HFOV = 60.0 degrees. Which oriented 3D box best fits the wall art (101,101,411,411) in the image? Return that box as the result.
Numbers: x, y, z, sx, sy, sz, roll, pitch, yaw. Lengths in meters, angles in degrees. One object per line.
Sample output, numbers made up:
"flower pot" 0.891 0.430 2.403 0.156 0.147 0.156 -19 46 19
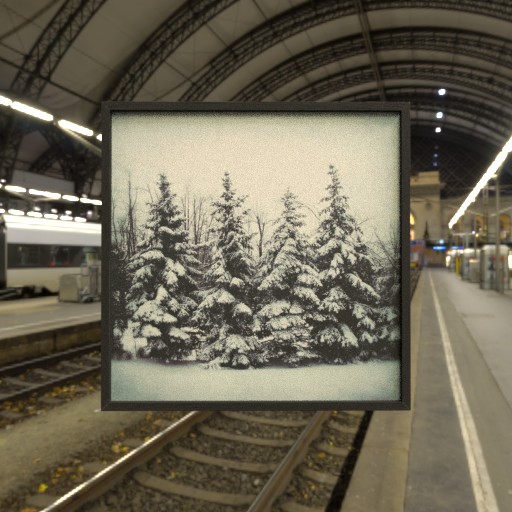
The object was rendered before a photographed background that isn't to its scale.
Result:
"wall art" 0.000 0.000 0.456 0.305 0.305 0.037 0 0 0
